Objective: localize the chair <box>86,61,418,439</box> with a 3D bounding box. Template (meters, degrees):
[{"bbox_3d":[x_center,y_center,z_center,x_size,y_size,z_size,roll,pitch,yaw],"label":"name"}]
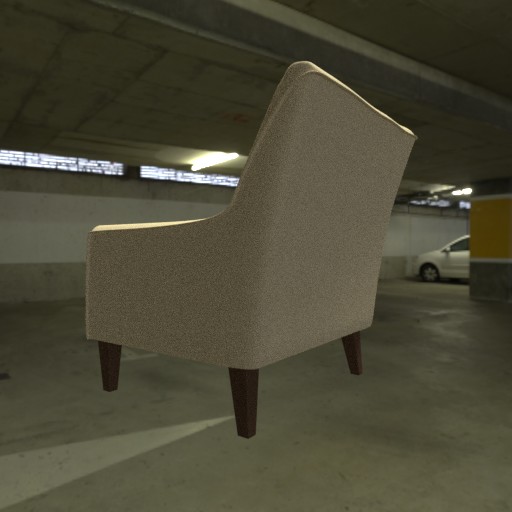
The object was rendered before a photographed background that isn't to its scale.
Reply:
[{"bbox_3d":[0.000,0.000,1.564,0.899,0.919,0.780,1,1,36],"label":"chair"}]
